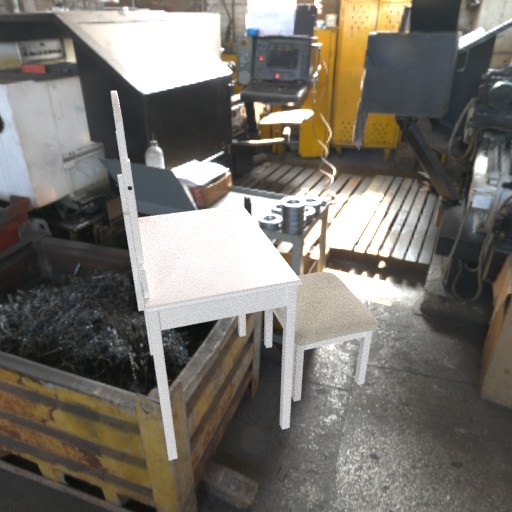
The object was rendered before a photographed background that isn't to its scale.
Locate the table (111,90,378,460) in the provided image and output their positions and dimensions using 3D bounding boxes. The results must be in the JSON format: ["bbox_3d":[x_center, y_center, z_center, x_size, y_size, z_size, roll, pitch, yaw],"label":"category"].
[{"bbox_3d":[0.000,0.000,2.241,1.211,1.631,0.876,-9,30,-16],"label":"table"}]
